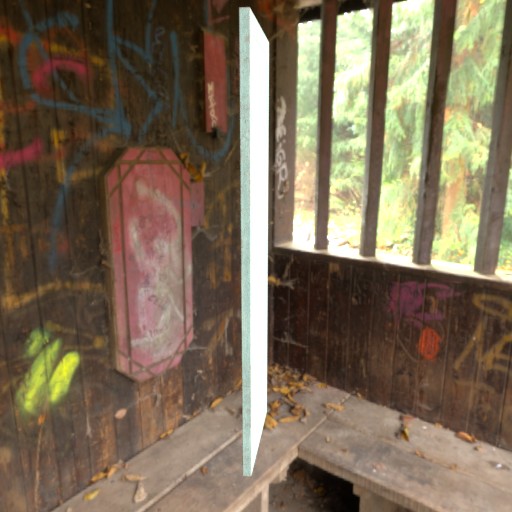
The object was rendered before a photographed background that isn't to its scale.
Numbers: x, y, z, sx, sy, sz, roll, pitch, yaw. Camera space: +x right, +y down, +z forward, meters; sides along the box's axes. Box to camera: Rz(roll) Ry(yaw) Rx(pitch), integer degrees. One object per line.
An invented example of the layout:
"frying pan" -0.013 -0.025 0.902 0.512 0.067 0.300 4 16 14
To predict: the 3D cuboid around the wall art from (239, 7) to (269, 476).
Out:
"wall art" 0.000 0.000 1.288 0.025 1.219 0.329 2 13 9
